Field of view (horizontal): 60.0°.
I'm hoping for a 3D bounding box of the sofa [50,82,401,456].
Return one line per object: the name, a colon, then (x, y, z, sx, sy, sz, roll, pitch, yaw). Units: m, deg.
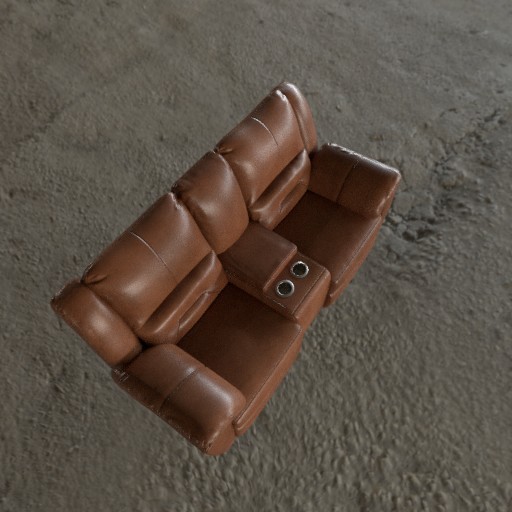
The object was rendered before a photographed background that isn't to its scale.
sofa: (0.000, 0.000, 2.643, 0.991, 1.043, 2.058, 31, 63, 18)
